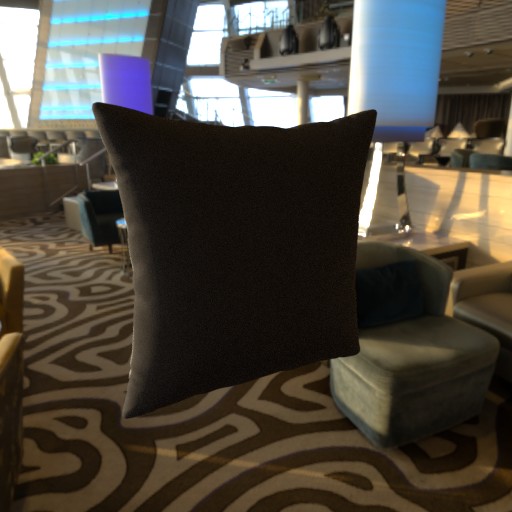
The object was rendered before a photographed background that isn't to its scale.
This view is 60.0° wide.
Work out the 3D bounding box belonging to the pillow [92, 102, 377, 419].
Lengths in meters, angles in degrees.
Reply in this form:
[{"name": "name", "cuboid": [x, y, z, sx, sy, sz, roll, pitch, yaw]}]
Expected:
[{"name": "pillow", "cuboid": [0.000, 0.000, 0.793, 0.511, 0.509, 0.161, -8, 18, -26]}]
